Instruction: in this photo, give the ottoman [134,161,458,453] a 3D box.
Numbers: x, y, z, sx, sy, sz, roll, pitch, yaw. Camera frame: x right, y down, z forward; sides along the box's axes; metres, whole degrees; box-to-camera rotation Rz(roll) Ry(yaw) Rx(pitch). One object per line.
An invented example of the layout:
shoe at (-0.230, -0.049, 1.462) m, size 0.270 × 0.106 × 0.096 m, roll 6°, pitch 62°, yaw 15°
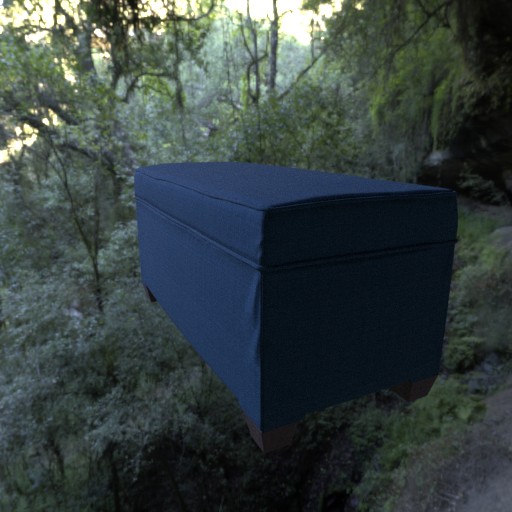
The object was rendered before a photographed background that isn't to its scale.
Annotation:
ottoman at (0.000, 0.000, 1.212) m, size 0.474 × 0.474 × 0.943 m, roll -8°, pitch 17°, yaw -26°
